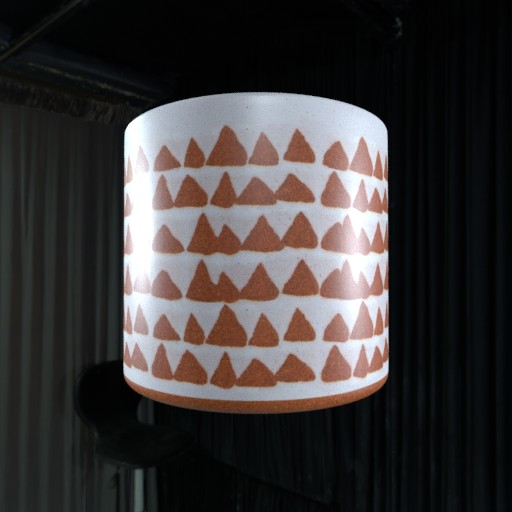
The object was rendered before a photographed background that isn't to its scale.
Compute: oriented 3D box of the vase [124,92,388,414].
[{"bbox_3d":[0.000,0.000,0.240,0.137,0.127,0.137,0,-1,0],"label":"vase"}]
